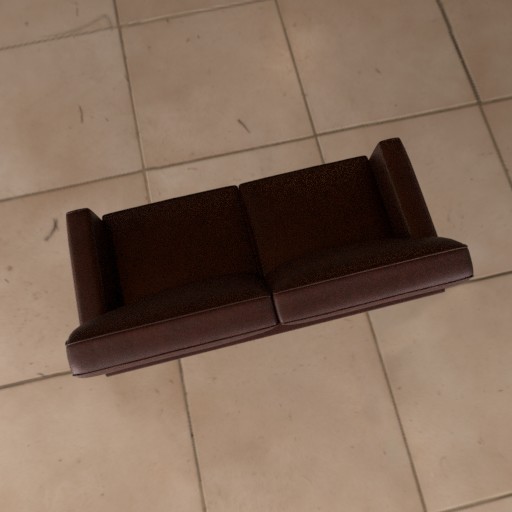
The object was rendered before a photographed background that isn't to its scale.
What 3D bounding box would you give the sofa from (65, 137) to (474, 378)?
[{"bbox_3d":[0.000,0.000,2.395,1.876,0.928,0.912,-13,75,-4],"label":"sofa"}]
